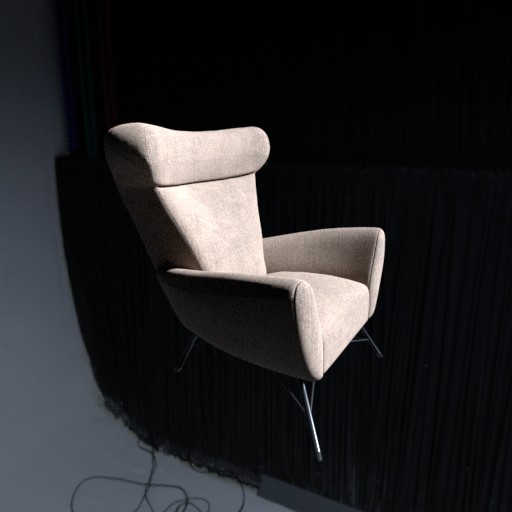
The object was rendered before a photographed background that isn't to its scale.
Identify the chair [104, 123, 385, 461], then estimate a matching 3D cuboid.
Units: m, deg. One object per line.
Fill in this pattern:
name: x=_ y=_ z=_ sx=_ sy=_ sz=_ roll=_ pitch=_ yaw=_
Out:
chair: x=0.000 y=0.000 z=1.801 sx=0.900 sy=1.040 sz=0.980 roll=8 pitch=16 yaw=28
